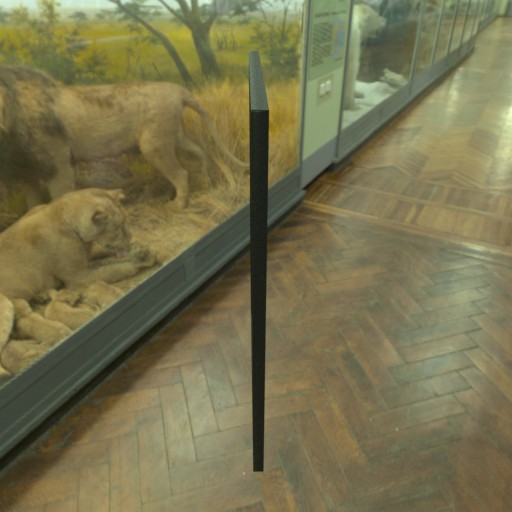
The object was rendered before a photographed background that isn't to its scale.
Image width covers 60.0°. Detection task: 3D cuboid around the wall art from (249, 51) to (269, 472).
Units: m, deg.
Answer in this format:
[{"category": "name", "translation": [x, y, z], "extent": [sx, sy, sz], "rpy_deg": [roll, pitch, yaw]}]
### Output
[{"category": "wall art", "translation": [0.000, 0.000, 0.555], "extent": [0.013, 0.431, 0.303], "rpy_deg": [-1, 32, -1]}]
